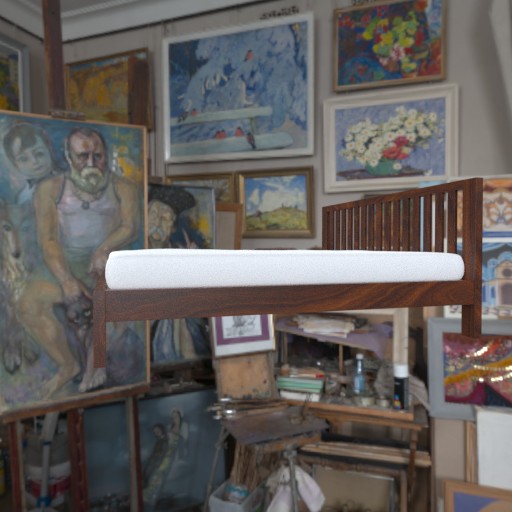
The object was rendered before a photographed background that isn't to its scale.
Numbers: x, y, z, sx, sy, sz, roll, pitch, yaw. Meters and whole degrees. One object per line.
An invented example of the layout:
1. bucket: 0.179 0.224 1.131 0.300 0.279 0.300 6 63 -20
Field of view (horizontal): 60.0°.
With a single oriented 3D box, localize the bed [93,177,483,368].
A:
1. bed: 0.000 0.000 3.060 2.030 0.890 1.905 0 1 -18
